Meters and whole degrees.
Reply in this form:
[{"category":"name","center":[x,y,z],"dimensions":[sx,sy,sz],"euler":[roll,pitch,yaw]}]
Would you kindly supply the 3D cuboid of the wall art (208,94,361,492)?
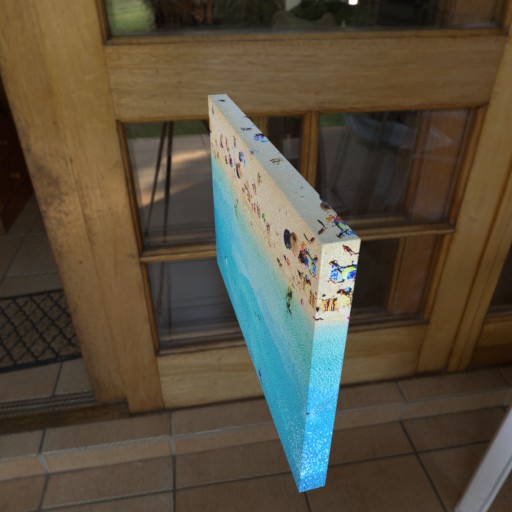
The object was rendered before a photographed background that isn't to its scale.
[{"category":"wall art","center":[0.000,0.000,1.121],"dimensions":[0.057,0.595,0.894],"euler":[-8,33,-13]}]
